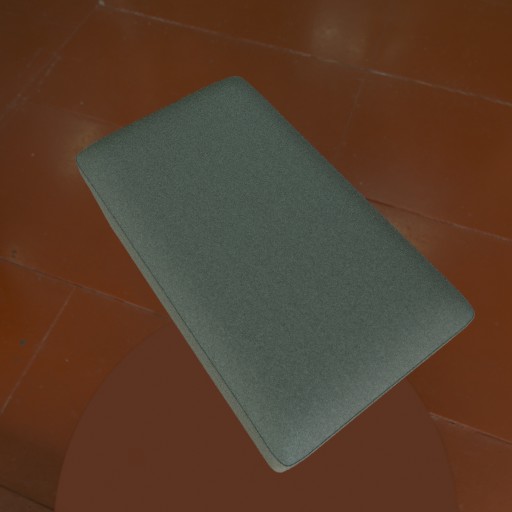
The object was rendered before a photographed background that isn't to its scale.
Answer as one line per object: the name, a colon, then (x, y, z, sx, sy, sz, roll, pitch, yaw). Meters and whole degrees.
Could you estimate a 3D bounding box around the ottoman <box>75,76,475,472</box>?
ottoman: (0.000, 0.000, 1.504, 0.681, 0.494, 1.173, -32, 67, -16)
